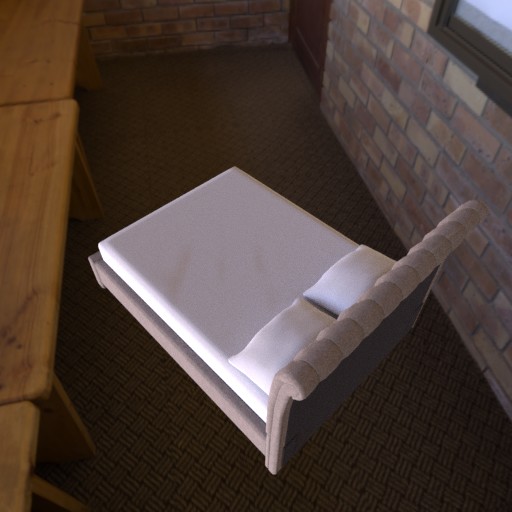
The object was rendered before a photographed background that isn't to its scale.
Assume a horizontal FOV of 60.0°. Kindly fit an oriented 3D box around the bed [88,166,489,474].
[{"bbox_3d":[0.000,0.000,3.231,1.645,1.371,2.252,-36,57,-28],"label":"bed"}]
